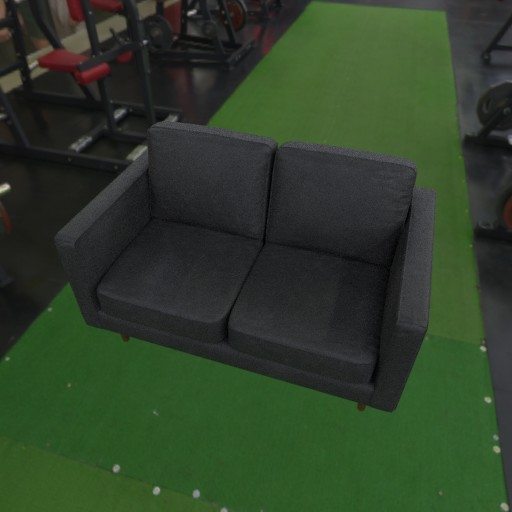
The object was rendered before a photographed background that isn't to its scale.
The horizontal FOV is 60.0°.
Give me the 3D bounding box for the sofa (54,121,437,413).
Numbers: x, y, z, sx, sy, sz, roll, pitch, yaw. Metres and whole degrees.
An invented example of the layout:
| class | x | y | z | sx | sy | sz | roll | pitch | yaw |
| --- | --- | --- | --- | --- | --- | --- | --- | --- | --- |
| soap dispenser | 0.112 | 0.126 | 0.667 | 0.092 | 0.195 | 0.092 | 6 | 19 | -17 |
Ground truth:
| class | x | y | z | sx | sy | sz | roll | pitch | yaw |
| --- | --- | --- | --- | --- | --- | --- | --- | --- | --- |
| sofa | 0.000 | 0.000 | 2.013 | 1.430 | 0.899 | 0.879 | 13 | 43 | 14 |
